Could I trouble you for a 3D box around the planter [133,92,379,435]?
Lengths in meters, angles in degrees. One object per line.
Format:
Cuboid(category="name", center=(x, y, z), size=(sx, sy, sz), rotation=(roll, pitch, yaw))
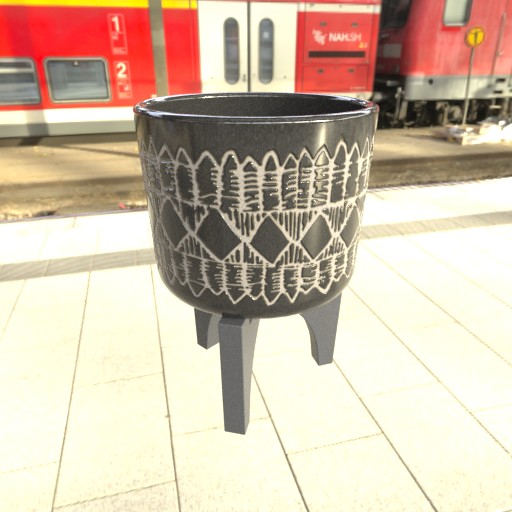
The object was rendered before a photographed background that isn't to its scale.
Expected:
Cuboid(category="planter", center=(0.000, 0.000, 0.536), size=(0.251, 0.355, 0.251), rotation=(-7, 26, -15))
